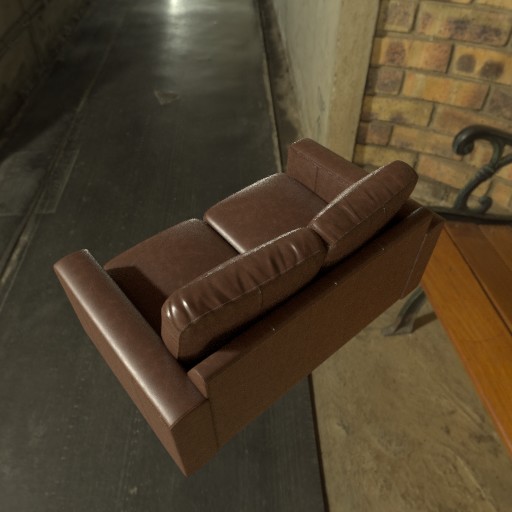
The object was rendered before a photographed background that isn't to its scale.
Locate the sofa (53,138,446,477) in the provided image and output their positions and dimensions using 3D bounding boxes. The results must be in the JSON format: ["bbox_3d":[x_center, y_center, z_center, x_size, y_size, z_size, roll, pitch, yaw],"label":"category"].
[{"bbox_3d":[0.000,0.000,2.180,1.616,0.873,1.016,-32,55,-26],"label":"sofa"}]
